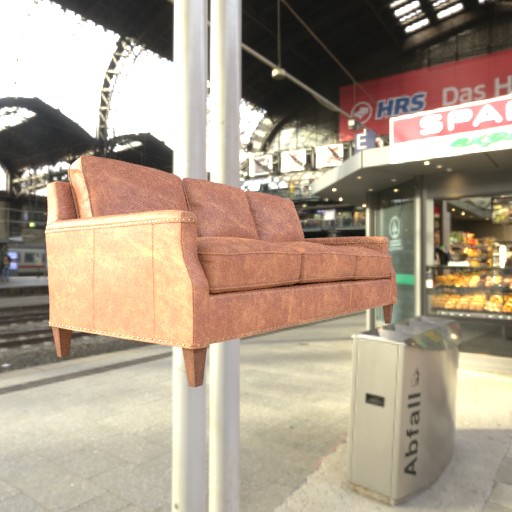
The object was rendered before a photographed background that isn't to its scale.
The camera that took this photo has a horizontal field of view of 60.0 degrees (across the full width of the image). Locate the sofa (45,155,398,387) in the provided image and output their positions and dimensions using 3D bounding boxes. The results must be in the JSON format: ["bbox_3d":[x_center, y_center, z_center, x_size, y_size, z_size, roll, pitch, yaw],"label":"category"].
[{"bbox_3d":[0.000,0.000,2.791,1.084,1.003,2.246,-1,-1,36],"label":"sofa"}]
